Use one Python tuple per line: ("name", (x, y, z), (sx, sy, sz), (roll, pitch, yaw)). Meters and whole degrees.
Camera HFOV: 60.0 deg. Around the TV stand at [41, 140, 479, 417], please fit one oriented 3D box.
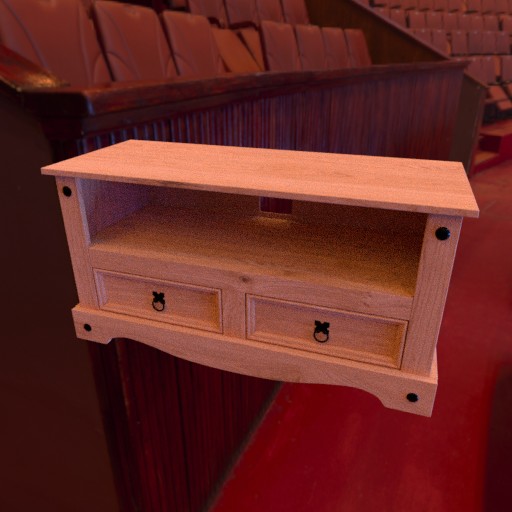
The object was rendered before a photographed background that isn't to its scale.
("TV stand", (0.000, 0.000, 1.335), (1.080, 0.550, 0.440), (8, 26, 17))
